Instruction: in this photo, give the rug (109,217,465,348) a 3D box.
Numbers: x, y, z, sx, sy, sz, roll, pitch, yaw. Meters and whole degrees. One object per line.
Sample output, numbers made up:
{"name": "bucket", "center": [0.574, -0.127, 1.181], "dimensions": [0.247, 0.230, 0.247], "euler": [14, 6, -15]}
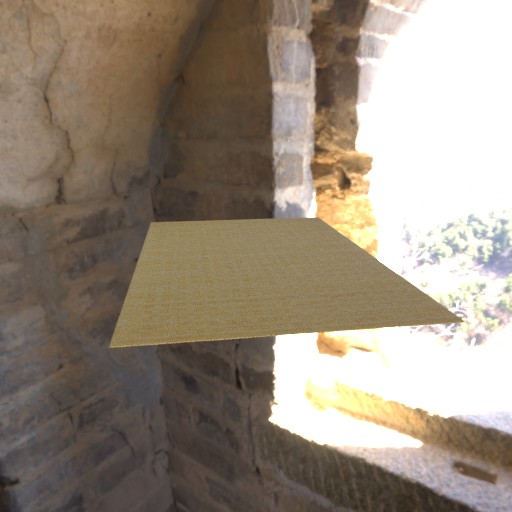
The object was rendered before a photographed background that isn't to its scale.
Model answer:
{"name": "rug", "center": [0.000, 0.000, 2.938], "dimensions": [1.524, 0.006, 2.286], "euler": [-3, 17, -8]}
